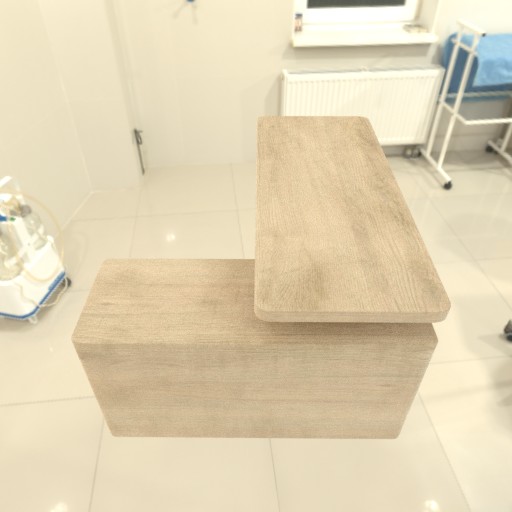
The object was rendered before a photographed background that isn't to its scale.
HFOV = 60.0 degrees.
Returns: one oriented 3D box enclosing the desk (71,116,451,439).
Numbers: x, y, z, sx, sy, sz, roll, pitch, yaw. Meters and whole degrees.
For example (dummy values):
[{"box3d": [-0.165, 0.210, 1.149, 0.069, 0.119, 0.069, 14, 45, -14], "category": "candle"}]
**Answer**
[{"box3d": [0.000, 0.000, 2.077, 1.175, 0.770, 1.400, 0, 40, 0], "category": "desk"}]
